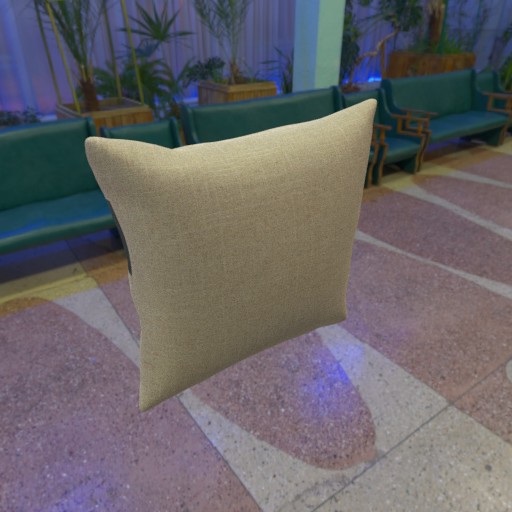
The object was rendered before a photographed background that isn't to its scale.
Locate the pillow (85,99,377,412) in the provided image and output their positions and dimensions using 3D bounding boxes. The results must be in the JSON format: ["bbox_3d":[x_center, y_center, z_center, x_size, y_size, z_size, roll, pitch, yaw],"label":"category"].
[{"bbox_3d":[0.000,0.000,0.642,0.414,0.399,0.173,-18,34,-28],"label":"pillow"}]
